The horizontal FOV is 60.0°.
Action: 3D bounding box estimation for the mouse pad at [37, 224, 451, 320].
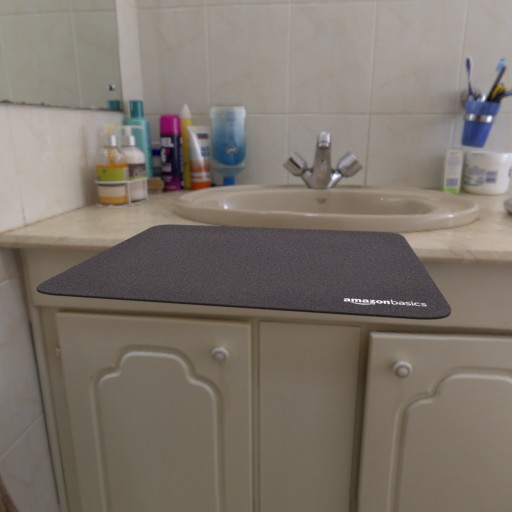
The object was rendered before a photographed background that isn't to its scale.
[{"bbox_3d":[0.000,0.000,0.441,0.315,0.002,0.269,3,16,9],"label":"mouse pad"}]
